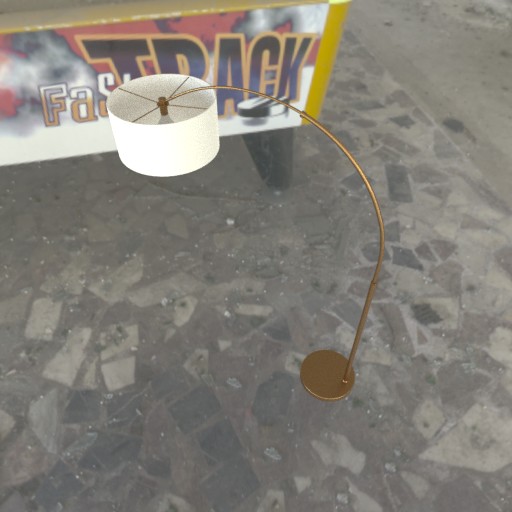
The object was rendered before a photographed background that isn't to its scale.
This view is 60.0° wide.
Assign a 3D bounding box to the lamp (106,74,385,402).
[{"bbox_3d":[0.000,0.000,2.490,1.434,1.927,0.493,18,49,17],"label":"lamp"}]
